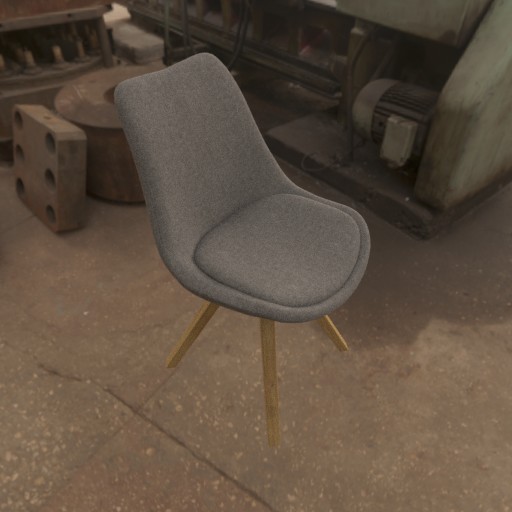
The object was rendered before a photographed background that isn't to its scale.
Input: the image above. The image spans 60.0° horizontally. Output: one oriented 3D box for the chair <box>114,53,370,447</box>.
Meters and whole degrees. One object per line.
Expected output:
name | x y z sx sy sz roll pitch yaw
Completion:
chair | 0.000 0.000 1.163 0.550 0.865 0.483 26 47 27
